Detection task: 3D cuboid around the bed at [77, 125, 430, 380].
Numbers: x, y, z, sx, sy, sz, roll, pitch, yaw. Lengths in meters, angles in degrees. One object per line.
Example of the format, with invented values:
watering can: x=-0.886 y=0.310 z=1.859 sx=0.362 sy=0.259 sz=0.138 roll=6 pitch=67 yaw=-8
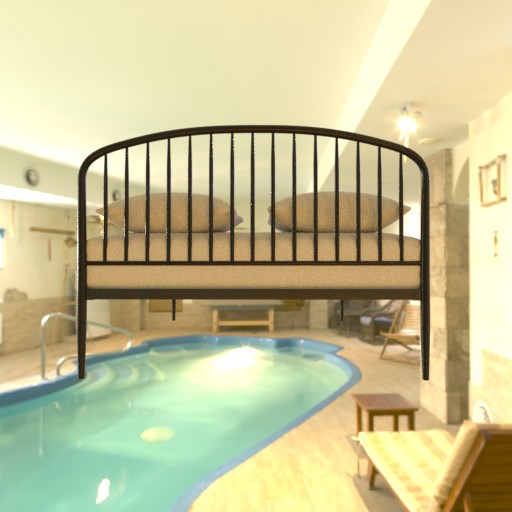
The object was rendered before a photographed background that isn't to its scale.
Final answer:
bed: x=0.000 y=0.000 z=3.091 sx=1.618 sy=1.166 sz=2.159 roll=0 pitch=-1 yaw=1
